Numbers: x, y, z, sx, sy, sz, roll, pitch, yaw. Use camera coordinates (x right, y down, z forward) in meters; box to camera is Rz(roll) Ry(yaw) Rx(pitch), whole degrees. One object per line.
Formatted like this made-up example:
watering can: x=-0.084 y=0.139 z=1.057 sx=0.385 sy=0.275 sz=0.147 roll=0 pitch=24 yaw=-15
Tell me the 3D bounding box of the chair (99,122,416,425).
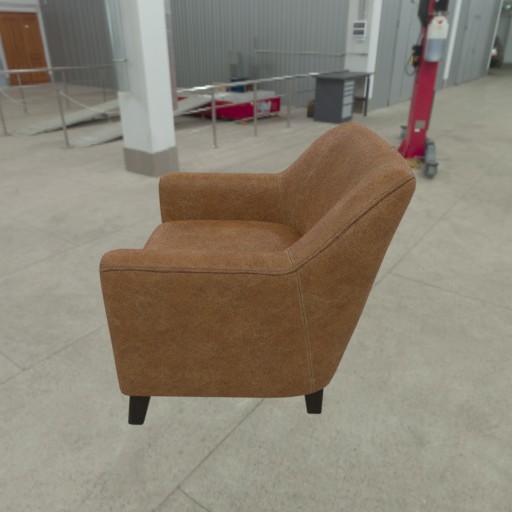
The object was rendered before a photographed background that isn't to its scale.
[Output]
chair: x=0.000 y=0.000 z=1.874 sx=1.034 sy=0.980 sz=1.037 roll=0 pitch=27 yaw=1
